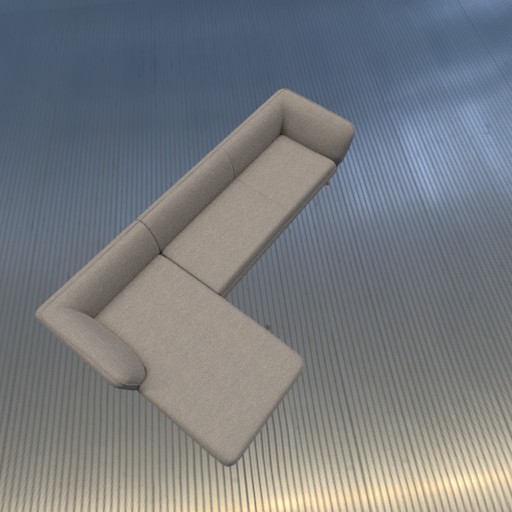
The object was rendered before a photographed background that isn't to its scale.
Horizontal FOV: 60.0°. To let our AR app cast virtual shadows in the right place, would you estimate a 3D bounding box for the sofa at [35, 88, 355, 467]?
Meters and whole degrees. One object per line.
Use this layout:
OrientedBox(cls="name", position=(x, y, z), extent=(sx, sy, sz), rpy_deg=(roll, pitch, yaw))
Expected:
OrientedBox(cls="sofa", position=(0.000, 0.000, 3.315), extent=(1.532, 0.693, 2.653), rpy_deg=(34, 65, 18))
